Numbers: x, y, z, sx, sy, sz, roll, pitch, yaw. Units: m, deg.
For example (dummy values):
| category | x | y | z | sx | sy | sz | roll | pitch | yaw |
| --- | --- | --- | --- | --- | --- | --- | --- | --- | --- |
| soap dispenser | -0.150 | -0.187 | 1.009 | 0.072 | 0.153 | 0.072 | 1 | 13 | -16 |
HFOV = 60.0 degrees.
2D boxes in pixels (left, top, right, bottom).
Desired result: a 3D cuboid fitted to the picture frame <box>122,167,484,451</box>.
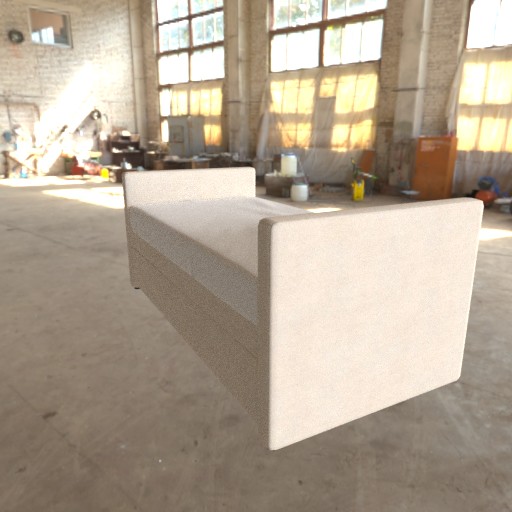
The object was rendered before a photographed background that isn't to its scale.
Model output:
| category | x | y | z | sx | sy | sz | roll | pitch | yaw |
| --- | --- | --- | --- | --- | --- | --- | --- | --- | --- |
| picture frame | 0.000 | 0.000 | 2.680 | 1.069 | 0.891 | 2.161 | -8 | 18 | -27 |
